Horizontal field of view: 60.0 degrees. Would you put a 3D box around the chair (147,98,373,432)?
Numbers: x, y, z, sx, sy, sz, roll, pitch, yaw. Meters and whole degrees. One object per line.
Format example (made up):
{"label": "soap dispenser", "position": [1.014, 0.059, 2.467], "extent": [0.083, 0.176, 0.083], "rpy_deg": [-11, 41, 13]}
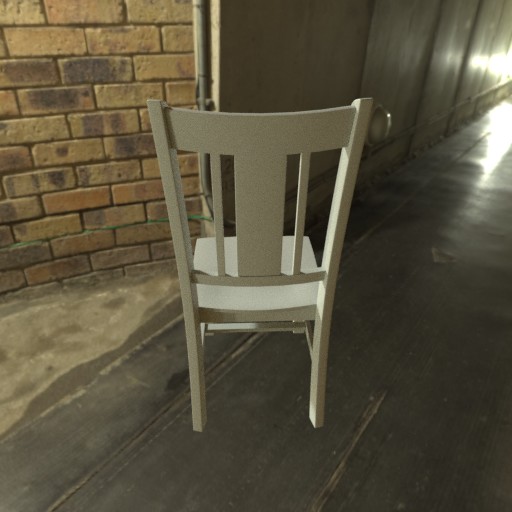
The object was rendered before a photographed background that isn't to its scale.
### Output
{"label": "chair", "position": [0.000, 0.000, 1.342], "extent": [0.450, 0.998, 0.555], "rpy_deg": [-1, 29, -2]}
